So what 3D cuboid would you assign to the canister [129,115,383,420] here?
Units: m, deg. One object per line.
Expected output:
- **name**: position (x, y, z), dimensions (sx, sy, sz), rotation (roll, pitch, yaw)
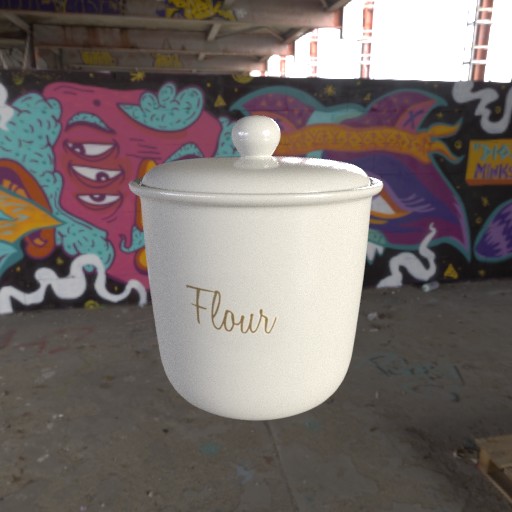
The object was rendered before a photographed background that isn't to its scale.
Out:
- **canister**: position (0.000, 0.000, 0.344), dimensions (0.182, 0.208, 0.182), rotation (0, 15, 0)
